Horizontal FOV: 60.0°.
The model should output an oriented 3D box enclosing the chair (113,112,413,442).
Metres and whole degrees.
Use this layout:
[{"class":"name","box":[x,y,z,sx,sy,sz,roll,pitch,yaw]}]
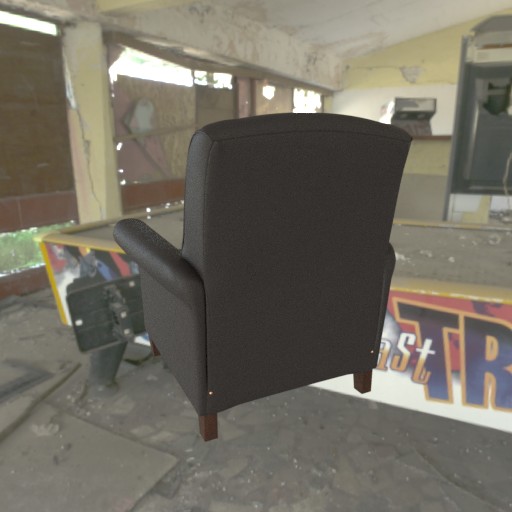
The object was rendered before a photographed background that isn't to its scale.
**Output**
[{"class":"chair","box":[0.000,0.000,1.799,0.978,1.061,0.902,-7,16,-25]}]
